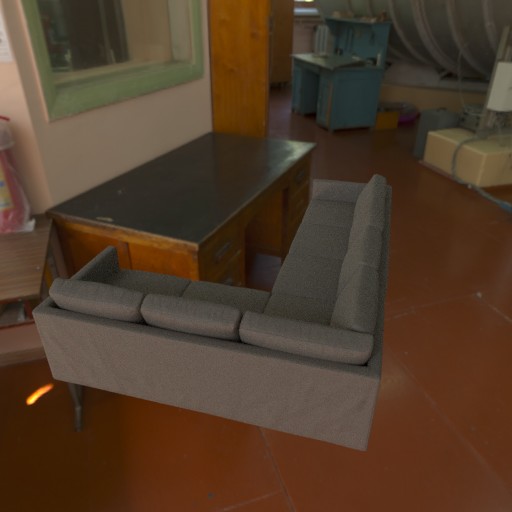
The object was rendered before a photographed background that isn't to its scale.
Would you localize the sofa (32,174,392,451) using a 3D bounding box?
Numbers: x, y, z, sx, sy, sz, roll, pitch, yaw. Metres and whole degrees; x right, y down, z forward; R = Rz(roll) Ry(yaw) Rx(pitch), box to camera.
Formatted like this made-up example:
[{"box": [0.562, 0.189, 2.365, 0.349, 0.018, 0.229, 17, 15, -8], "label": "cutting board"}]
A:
[{"box": [0.000, 0.000, 4.291, 2.432, 0.871, 3.182, 8, 31, 14], "label": "sofa"}]
